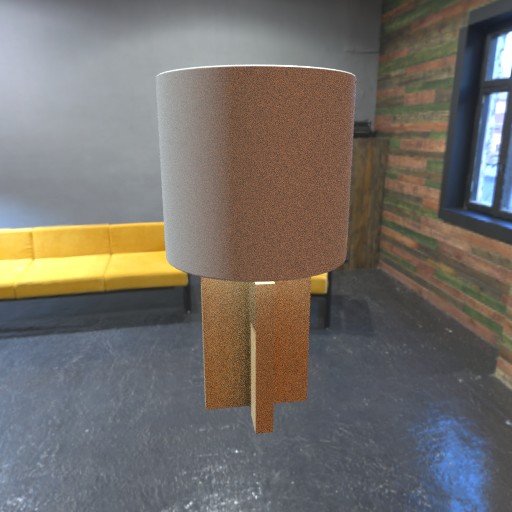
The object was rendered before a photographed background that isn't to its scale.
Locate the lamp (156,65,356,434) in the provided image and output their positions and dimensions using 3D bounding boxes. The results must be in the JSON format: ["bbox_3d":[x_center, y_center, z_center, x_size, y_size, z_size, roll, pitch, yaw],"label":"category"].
[{"bbox_3d":[0.000,0.000,0.573,0.229,0.428,0.229,-2,16,-8],"label":"lamp"}]
